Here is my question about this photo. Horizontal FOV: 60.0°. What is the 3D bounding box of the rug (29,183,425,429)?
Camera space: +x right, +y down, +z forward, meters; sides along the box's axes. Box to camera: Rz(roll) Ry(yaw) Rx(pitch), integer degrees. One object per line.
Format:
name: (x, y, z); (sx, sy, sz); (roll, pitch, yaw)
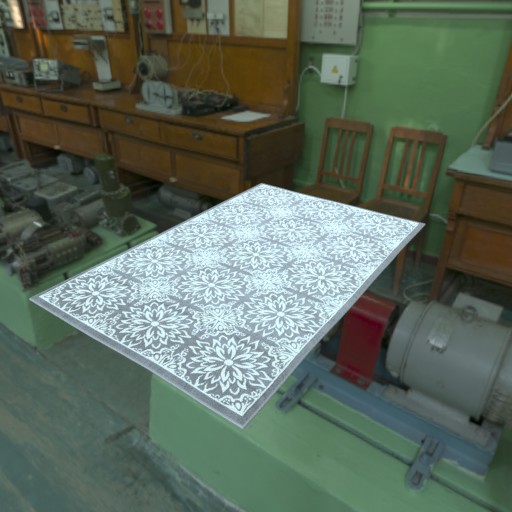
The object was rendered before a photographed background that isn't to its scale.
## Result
rug: (0.000, 0.000, 3.510); (1.819, 0.018, 2.746); (19, 35, 30)
